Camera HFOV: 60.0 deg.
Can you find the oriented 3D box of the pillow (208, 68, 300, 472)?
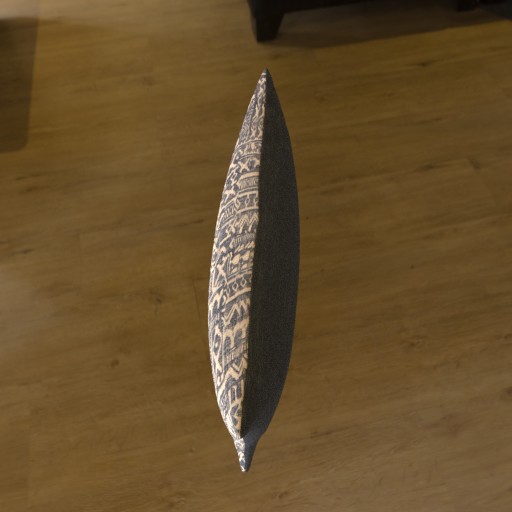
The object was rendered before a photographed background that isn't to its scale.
[{"bbox_3d":[0.000,0.000,0.743,0.148,0.292,0.631,3,59,2],"label":"pillow"}]
